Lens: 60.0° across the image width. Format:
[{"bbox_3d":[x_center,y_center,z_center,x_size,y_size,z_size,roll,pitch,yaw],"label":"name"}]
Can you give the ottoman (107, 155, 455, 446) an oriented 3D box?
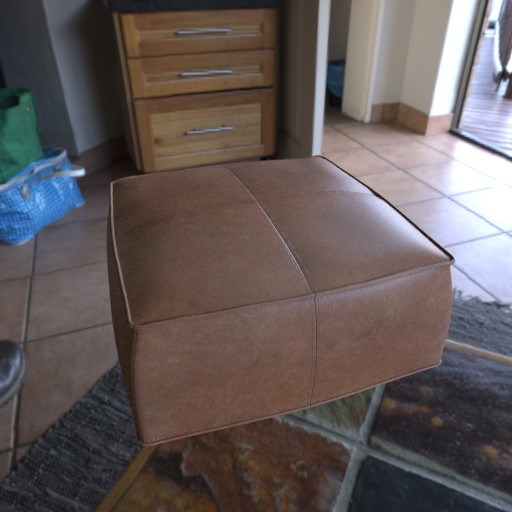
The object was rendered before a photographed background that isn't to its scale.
[{"bbox_3d":[0.000,0.000,1.397,0.902,0.395,0.901,-10,34,-15],"label":"ottoman"}]
